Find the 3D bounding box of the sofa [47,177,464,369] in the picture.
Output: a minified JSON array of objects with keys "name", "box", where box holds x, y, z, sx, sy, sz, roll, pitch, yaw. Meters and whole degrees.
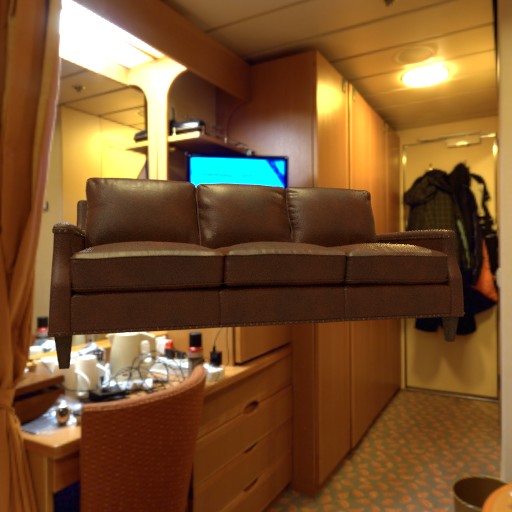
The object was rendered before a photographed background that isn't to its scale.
[{"name":"sofa","box":[0.000,0.000,2.757,2.240,1.003,1.084,0,0,-17]}]
